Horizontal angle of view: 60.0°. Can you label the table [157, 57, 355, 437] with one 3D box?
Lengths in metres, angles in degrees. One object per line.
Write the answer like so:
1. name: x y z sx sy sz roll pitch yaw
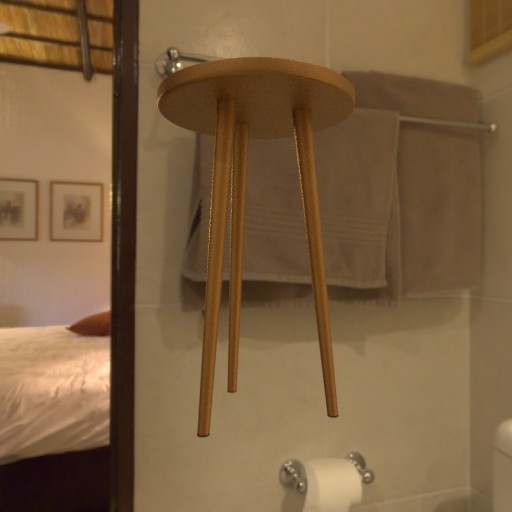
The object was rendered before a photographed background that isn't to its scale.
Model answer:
1. table: 0.000 0.000 0.683 0.299 0.480 0.299 0 -1 35
